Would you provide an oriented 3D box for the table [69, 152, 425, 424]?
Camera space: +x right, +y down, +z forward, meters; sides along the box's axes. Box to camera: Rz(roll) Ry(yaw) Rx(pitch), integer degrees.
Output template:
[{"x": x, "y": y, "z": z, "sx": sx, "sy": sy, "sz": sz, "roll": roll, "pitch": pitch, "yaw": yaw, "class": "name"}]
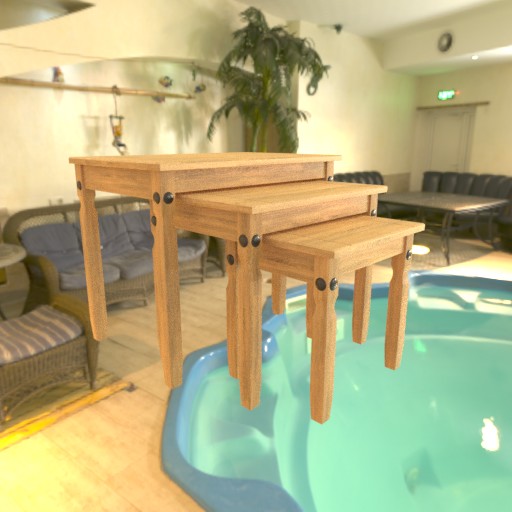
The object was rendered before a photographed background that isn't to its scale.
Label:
[{"x": 0.000, "y": 0.000, "z": 1.232, "sx": 0.773, "sy": 0.535, "sz": 0.660, "roll": 14, "pitch": 20, "yaw": 43, "class": "table"}]
